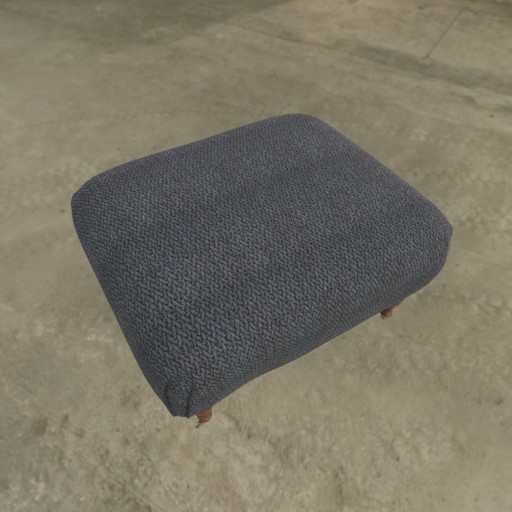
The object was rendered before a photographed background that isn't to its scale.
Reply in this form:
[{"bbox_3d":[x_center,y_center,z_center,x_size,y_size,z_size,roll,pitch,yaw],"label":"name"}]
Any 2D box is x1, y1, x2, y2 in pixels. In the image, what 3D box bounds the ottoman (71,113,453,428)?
[{"bbox_3d":[0.000,0.000,1.132,0.747,0.450,0.622,-24,52,-21],"label":"ottoman"}]
